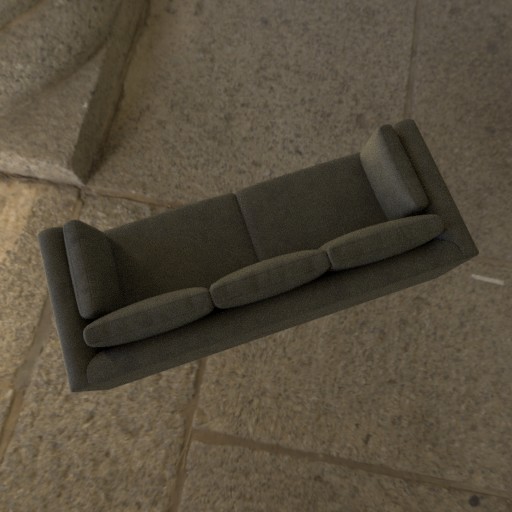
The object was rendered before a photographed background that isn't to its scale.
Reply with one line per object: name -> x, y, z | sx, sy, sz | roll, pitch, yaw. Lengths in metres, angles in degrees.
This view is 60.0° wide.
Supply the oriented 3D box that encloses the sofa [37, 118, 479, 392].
sofa -> 0.000, 0.000, 2.882 | 2.415, 0.867, 0.969 | -18, 75, -5
